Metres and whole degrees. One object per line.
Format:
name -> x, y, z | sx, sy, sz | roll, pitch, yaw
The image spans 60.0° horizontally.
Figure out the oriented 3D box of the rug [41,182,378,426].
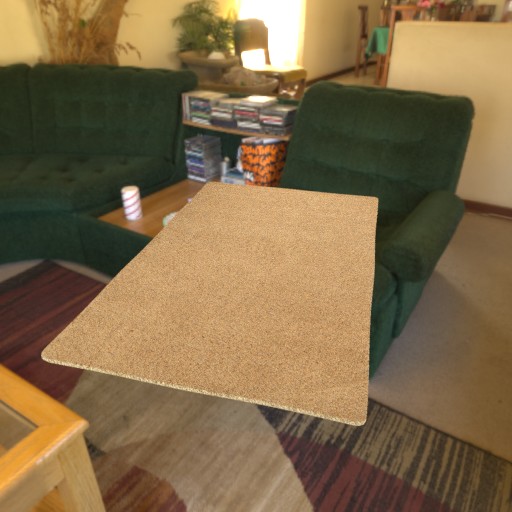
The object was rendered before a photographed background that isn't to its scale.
rug -> 0.000, 0.000, 2.883 | 1.500, 0.025, 2.349 | 7, 31, 13
